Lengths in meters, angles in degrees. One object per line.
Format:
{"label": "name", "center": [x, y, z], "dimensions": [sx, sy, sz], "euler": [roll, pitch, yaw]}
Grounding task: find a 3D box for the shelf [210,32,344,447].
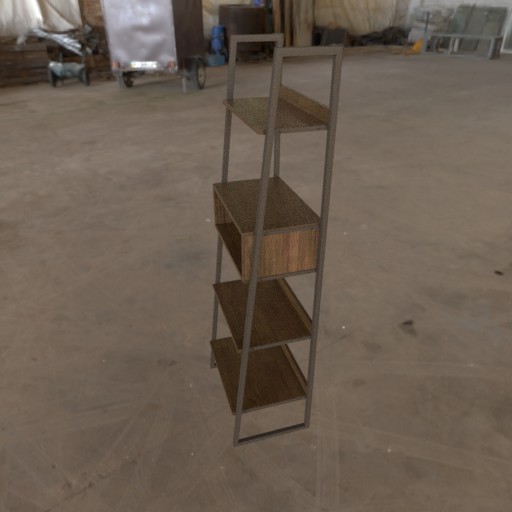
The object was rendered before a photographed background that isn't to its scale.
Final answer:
{"label": "shelf", "center": [0.000, 0.000, 2.269], "dimensions": [0.454, 2.005, 0.652], "euler": [-9, 31, -14]}
